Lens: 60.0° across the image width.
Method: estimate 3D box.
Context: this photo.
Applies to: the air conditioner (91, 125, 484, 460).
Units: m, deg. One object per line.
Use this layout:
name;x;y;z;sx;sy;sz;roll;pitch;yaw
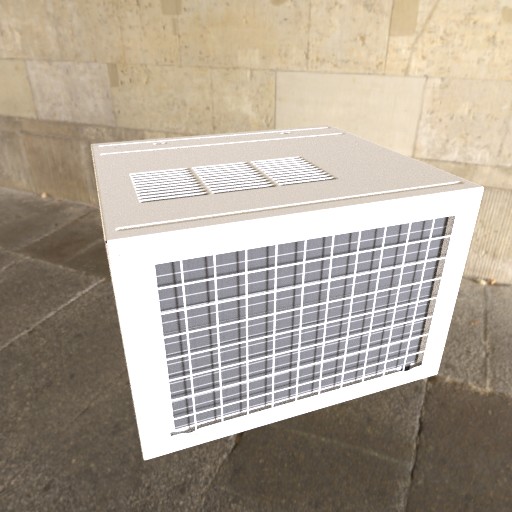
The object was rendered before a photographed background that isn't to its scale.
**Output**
air conditioner;0.000;0.000;1.037;0.645;0.455;0.599;-10;29;-18
